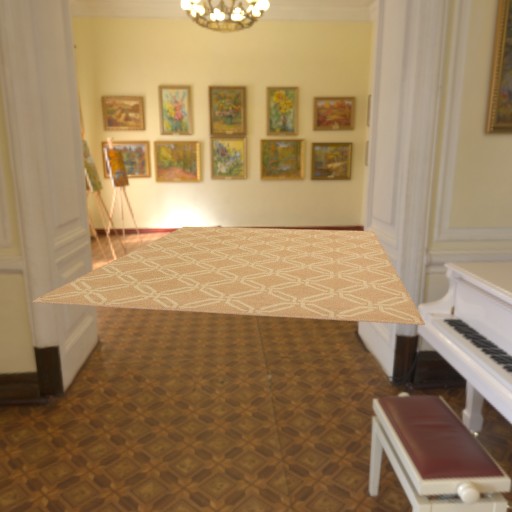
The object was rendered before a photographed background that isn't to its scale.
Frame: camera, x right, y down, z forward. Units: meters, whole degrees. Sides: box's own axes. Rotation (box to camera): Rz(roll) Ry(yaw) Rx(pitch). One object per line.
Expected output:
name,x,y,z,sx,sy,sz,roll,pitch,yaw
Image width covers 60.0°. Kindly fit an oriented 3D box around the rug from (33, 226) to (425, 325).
rug,0.000,0.000,3.910,2.288,0.018,2.895,2,13,9
